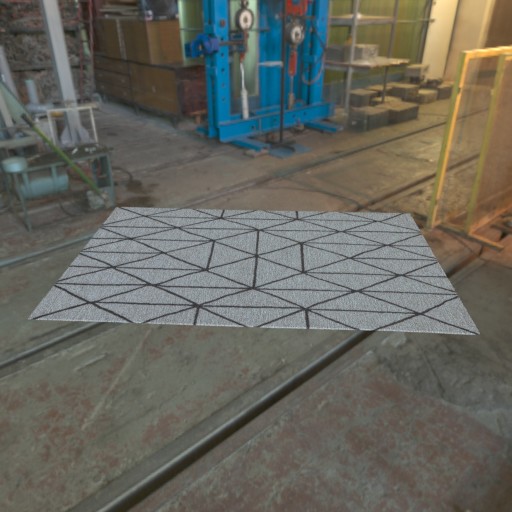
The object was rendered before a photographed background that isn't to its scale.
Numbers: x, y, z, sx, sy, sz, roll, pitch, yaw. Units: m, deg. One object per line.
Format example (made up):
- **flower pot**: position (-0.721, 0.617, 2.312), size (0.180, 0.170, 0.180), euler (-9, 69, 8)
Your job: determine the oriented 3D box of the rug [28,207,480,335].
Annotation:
- **rug**: position (0.000, 0.000, 3.065), size (2.465, 0.008, 1.526), euler (2, 30, 3)
